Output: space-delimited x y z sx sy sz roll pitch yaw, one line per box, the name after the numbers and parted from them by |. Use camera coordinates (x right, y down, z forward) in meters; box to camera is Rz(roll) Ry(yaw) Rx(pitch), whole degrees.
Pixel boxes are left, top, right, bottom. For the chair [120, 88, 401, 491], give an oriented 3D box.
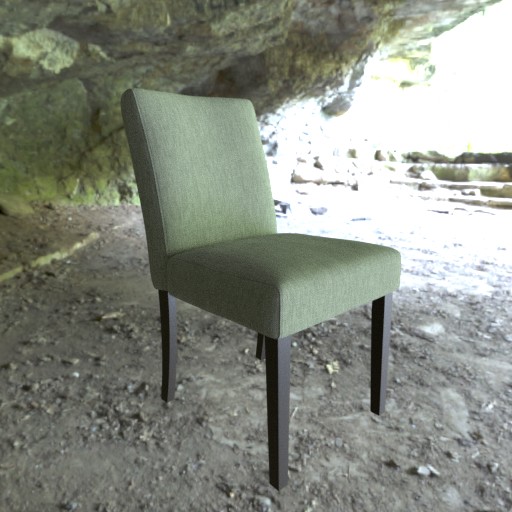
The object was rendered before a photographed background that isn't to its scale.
0.000 0.000 1.221 0.487 0.884 0.629 -13 19 -42 | chair
